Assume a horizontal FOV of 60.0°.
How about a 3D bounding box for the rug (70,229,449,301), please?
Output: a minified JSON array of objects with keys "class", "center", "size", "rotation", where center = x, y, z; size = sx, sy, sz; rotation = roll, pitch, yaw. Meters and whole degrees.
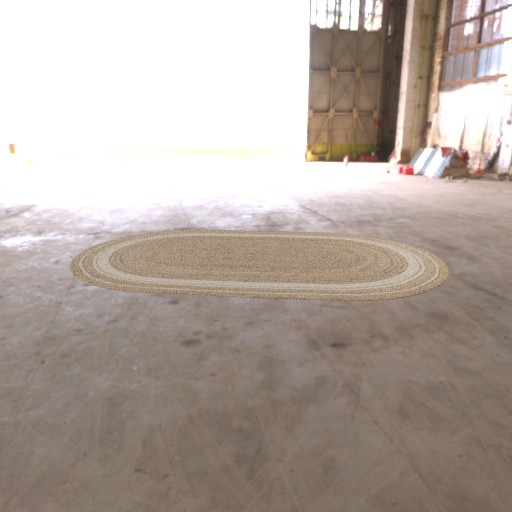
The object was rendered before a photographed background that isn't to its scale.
[{"class":"rug","center":[0.000,0.000,2.986],"size":[2.432,0.006,1.520],"rotation":[2,16,6]}]
